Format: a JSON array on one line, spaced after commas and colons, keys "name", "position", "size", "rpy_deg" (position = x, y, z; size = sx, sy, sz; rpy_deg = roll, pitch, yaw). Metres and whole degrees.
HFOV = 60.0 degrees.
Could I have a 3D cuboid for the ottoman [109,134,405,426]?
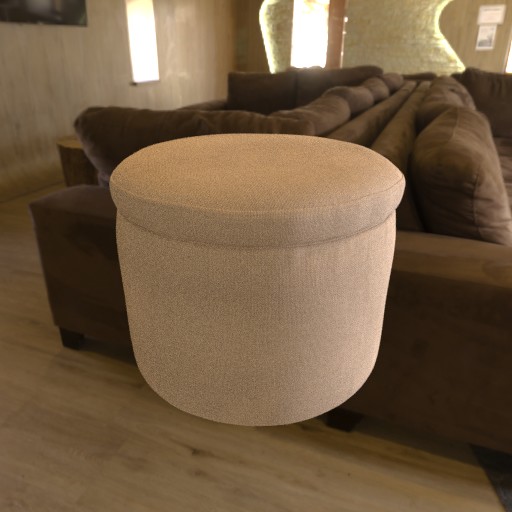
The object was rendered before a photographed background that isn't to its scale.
[{"name": "ottoman", "position": [0.000, 0.000, 0.847], "size": [0.497, 0.409, 0.497], "rpy_deg": [0, 25, 0]}]
